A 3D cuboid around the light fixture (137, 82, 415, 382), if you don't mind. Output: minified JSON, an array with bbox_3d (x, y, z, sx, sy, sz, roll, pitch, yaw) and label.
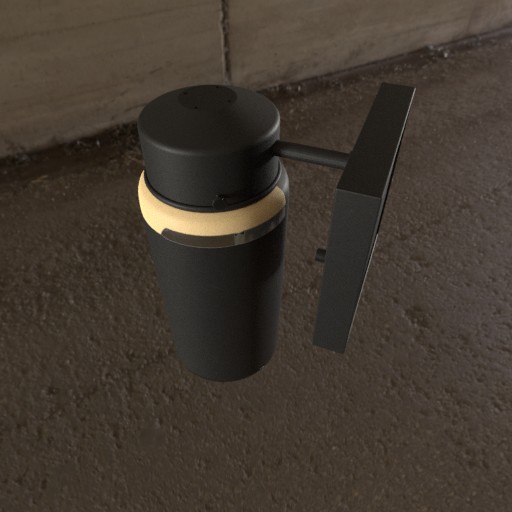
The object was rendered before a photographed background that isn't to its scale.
[{"bbox_3d":[0.000,0.000,0.360,0.176,0.257,0.130,15,46,15],"label":"light fixture"}]
